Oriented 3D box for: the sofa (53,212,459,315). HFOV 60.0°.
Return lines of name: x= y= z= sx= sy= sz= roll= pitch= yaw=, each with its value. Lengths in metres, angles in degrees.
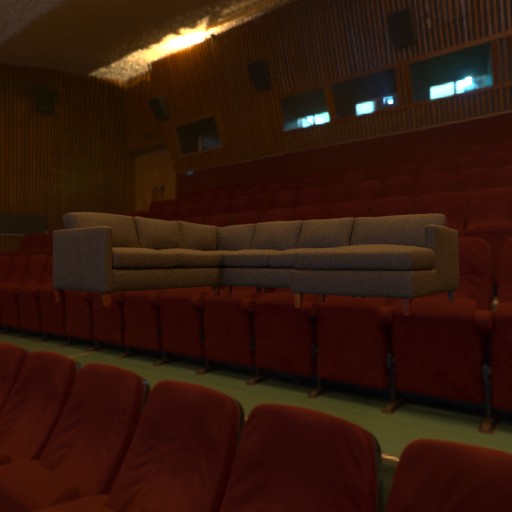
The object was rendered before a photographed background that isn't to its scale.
sofa: x=0.000 y=0.000 z=4.637 sx=3.460 sy=0.961 sz=2.594 roll=-1 pitch=-1 yaw=36
